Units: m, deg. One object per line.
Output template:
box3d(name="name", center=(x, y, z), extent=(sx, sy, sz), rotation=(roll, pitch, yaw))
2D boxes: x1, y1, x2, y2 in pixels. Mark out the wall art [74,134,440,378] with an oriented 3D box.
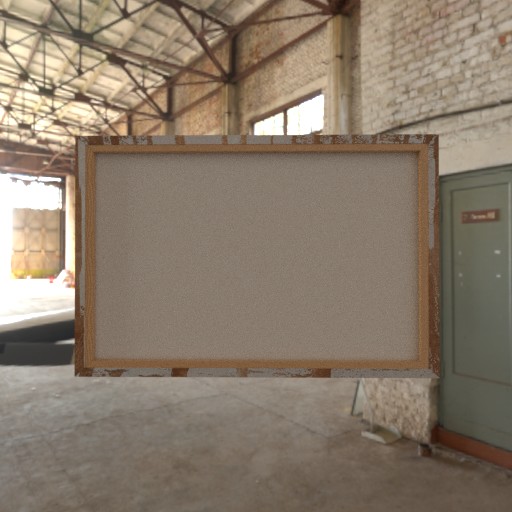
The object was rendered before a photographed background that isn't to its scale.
box3d(name="wall art", center=(0.000, 0.000, 1.130), extent=(0.914, 0.609, 0.035), rotation=(0, 0, 1))
